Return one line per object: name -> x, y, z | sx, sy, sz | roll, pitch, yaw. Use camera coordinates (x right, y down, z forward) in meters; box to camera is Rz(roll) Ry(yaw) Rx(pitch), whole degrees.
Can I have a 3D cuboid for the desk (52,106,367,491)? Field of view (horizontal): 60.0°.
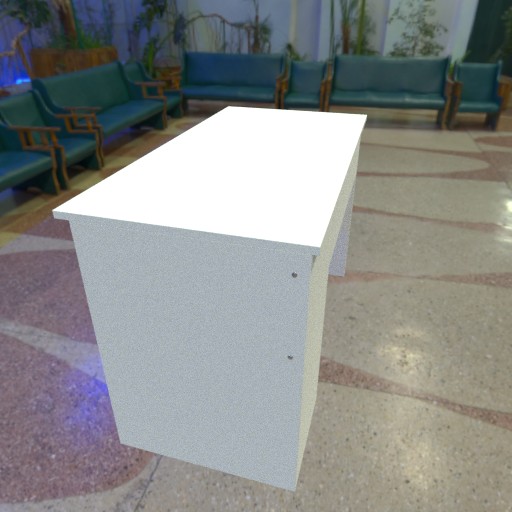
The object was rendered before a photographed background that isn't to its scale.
desk -> 0.000, 0.000, 1.488 | 0.560, 0.730, 1.096 | 8, 31, 14
